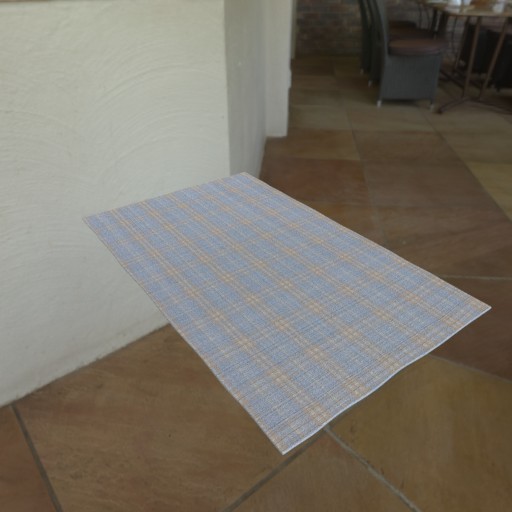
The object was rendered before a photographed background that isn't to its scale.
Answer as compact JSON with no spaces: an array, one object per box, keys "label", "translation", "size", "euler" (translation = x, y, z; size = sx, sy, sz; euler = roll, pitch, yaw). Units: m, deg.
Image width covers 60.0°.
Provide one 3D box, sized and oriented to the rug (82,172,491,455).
[{"label":"rug","translation":[0.000,0.000,2.977],"size":[1.545,0.016,2.460],"euler":[-22,39,-30]}]
